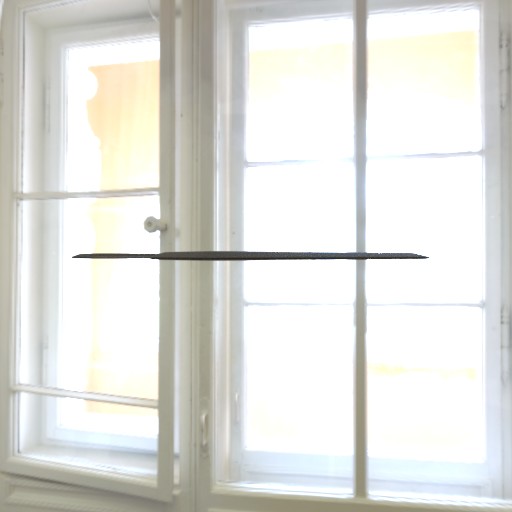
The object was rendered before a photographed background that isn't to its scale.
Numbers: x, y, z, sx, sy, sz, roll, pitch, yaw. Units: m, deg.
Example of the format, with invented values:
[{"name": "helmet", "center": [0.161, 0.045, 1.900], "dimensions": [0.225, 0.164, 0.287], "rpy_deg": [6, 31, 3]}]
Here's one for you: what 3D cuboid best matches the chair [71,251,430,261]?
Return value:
[{"name": "chair", "center": [0.000, 0.000, 1.892], "dimensions": [1.219, 0.024, 1.372], "rpy_deg": [0, 0, -35]}]
